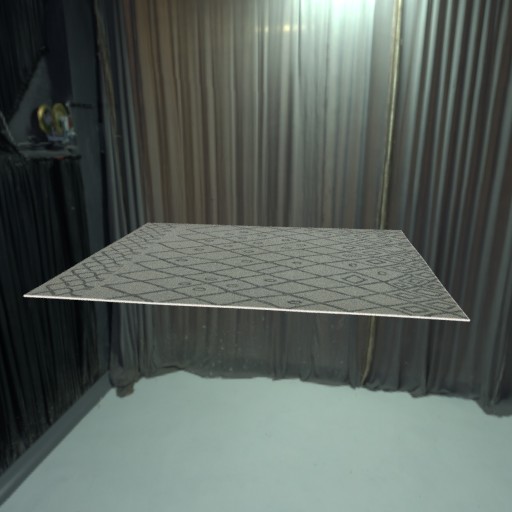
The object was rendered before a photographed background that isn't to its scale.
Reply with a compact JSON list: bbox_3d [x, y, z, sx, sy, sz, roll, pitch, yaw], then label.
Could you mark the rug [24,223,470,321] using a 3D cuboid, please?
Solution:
[{"bbox_3d":[0.000,0.000,4.136,3.046,0.015,2.446,2,17,7],"label":"rug"}]
